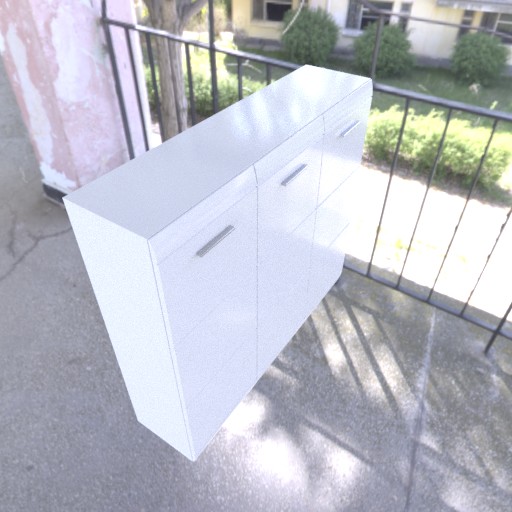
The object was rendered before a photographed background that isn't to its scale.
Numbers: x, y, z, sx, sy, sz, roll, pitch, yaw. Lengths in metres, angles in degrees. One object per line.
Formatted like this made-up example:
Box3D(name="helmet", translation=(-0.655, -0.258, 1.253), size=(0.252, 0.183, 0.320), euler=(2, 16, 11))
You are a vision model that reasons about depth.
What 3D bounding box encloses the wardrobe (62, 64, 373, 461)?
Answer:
Box3D(name="wardrobe", translation=(0.000, 0.000, 1.940), size=(0.360, 1.200, 1.340), euler=(24, 46, 25))
